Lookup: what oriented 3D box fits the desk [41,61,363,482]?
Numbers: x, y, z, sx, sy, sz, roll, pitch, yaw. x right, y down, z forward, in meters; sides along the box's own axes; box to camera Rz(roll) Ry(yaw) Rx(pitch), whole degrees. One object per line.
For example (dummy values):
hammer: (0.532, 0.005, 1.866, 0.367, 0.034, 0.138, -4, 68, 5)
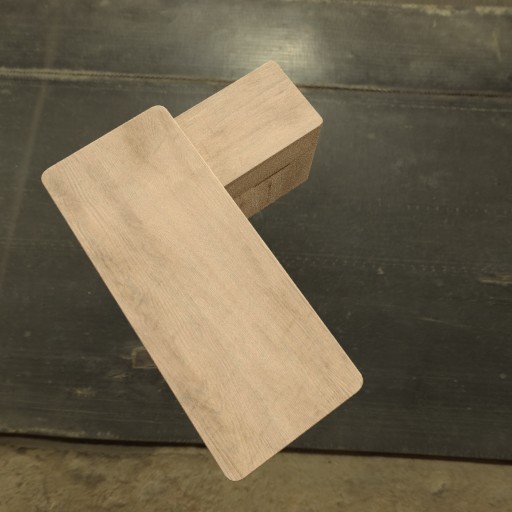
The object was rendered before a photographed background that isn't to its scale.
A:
desk: (0.000, 0.000, 2.099, 1.175, 0.770, 1.400, -34, 78, -8)
